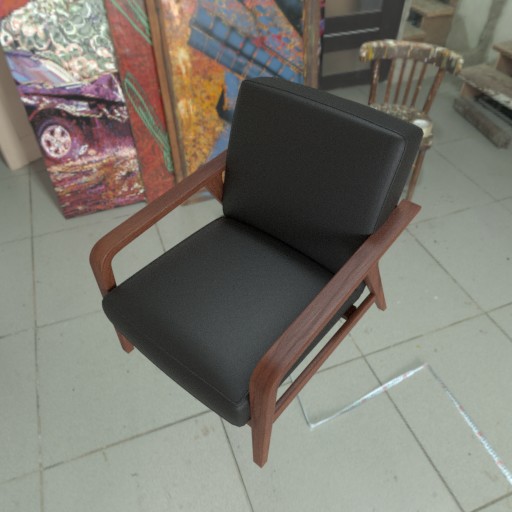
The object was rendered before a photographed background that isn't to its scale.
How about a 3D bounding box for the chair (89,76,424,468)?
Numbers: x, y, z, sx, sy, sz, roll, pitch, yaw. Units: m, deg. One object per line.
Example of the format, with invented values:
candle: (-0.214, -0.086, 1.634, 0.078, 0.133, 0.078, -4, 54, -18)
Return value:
chair: (0.000, 0.000, 1.464, 0.719, 0.861, 0.889, 30, 52, 27)
